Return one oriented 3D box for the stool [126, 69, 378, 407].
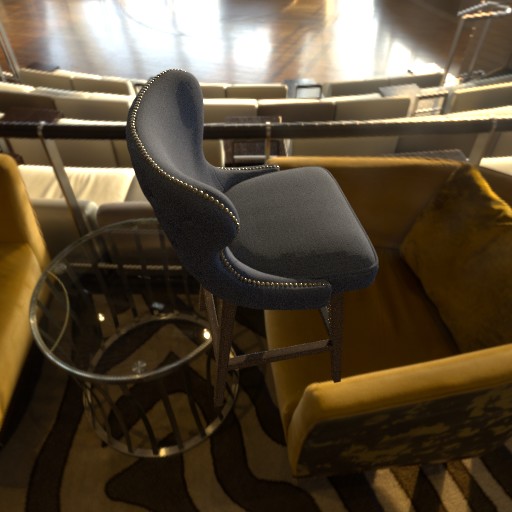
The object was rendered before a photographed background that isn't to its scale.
[{"bbox_3d":[0.000,0.000,1.362,0.597,0.972,0.615,-9,47,-9],"label":"stool"}]
